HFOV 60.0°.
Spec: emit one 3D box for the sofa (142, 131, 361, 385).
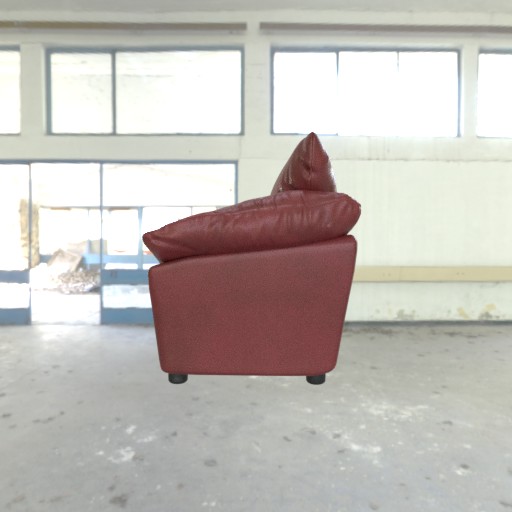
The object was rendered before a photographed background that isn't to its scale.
[{"bbox_3d":[0.000,0.000,2.895,0.907,1.091,2.390,0,1,1],"label":"sofa"}]
